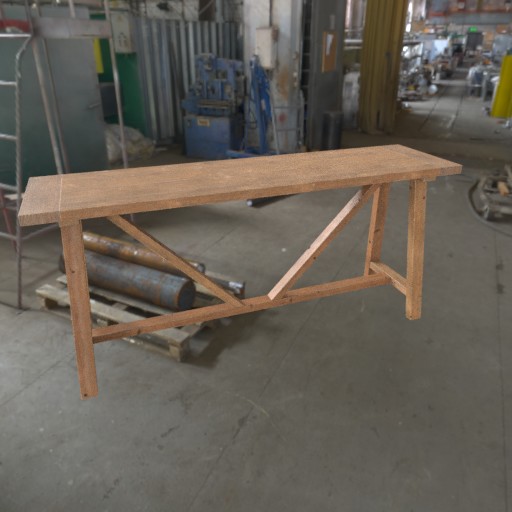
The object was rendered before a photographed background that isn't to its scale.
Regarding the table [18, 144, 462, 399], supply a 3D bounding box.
[{"bbox_3d":[0.000,0.000,2.075,1.800,0.810,0.465,-9,28,-18],"label":"table"}]
